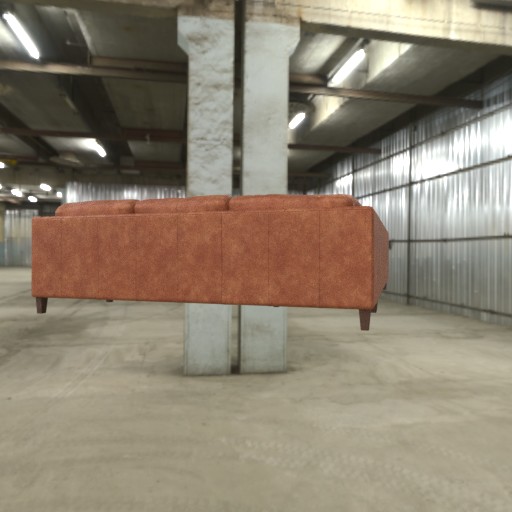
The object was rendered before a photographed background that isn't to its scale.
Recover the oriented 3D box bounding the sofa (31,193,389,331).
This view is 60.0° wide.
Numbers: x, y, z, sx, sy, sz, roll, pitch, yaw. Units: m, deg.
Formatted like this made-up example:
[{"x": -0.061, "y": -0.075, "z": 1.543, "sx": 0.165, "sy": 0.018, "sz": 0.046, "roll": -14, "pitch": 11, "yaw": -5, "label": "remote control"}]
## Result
[{"x": 0.000, "y": 0.000, "z": 4.337, "sx": 2.438, "sy": 0.838, "sz": 3.167, "roll": 0, "pitch": 0, "yaw": 18, "label": "sofa"}]
